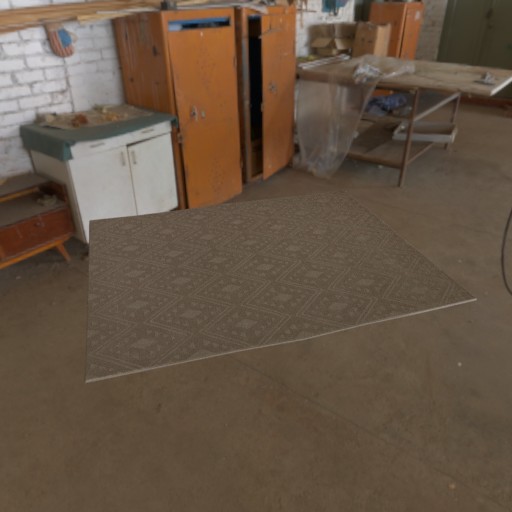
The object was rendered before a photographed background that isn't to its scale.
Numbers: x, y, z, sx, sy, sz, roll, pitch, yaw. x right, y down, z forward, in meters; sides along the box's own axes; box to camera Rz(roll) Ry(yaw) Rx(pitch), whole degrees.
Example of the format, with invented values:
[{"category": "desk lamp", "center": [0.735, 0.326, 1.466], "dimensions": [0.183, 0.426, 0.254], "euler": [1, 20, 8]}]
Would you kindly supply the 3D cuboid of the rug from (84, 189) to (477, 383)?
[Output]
[{"category": "rug", "center": [0.000, 0.000, 4.166], "dimensions": [3.011, 0.054, 2.399], "euler": [-9, 32, -15]}]
